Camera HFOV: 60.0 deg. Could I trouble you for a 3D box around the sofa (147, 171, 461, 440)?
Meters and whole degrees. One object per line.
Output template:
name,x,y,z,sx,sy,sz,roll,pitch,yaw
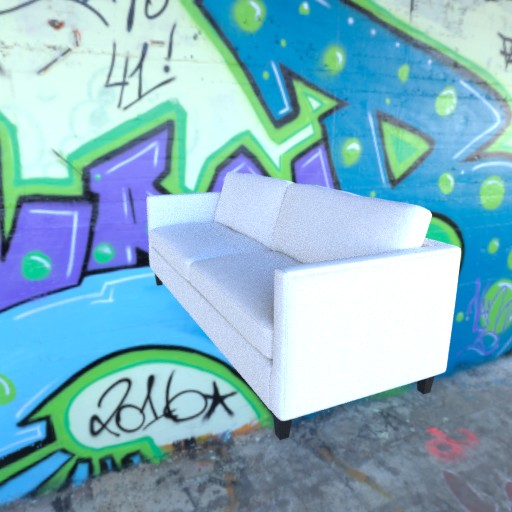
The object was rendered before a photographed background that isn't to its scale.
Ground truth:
sofa,0.000,0.000,2.925,0.948,0.965,2.434,-7,17,-24
